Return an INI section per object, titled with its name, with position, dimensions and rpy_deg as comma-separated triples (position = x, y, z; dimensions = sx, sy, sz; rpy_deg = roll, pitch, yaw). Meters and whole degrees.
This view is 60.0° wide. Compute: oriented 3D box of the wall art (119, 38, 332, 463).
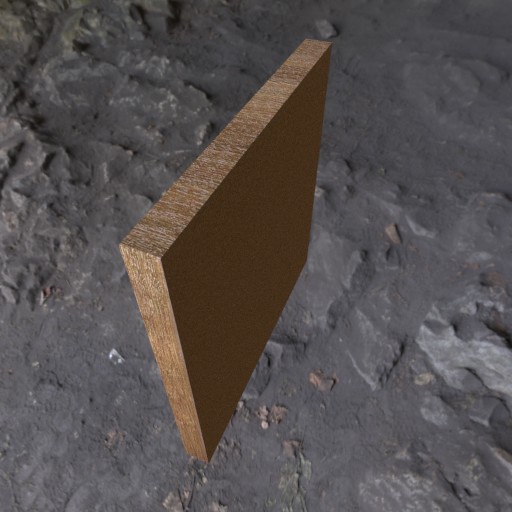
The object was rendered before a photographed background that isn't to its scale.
[wall art]
position = 0.000, 0.000, 0.581
dimensions = 0.039, 0.403, 0.406
rpy_deg = 17, 49, 16
